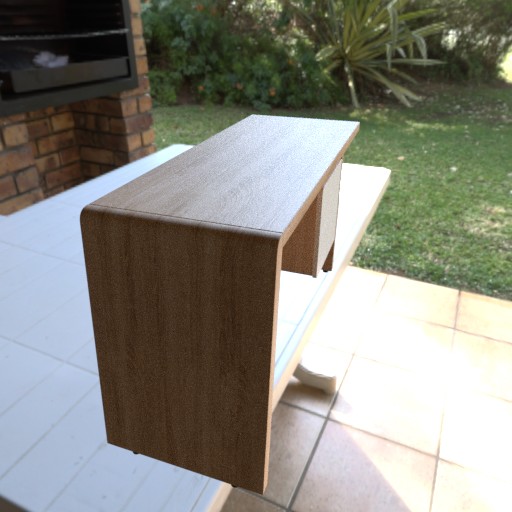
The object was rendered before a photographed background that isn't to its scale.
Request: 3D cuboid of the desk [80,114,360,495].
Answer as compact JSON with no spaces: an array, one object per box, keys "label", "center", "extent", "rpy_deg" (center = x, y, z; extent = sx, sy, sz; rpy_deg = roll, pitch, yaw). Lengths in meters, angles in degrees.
[{"label":"desk","center":[0.000,0.000,1.640],"extent":[0.500,0.750,1.300],"rpy_deg":[10,30,17]}]
